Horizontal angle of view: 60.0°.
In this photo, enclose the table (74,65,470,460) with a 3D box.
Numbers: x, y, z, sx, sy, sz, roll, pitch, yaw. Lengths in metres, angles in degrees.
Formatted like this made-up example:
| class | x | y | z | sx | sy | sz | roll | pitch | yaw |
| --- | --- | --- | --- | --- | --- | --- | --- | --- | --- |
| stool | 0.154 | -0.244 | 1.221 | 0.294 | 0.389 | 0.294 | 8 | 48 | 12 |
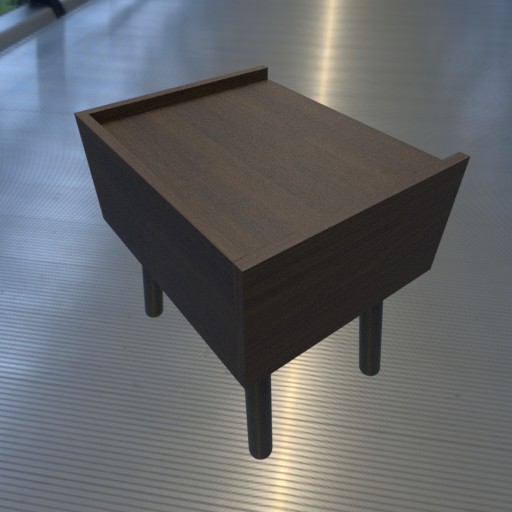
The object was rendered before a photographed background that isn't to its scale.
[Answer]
| class | x | y | z | sx | sy | sz | roll | pitch | yaw |
| --- | --- | --- | --- | --- | --- | --- | --- | --- | --- |
| table | 0.000 | 0.000 | 0.791 | 0.370 | 0.470 | 0.450 | -26 | 48 | -27 |
